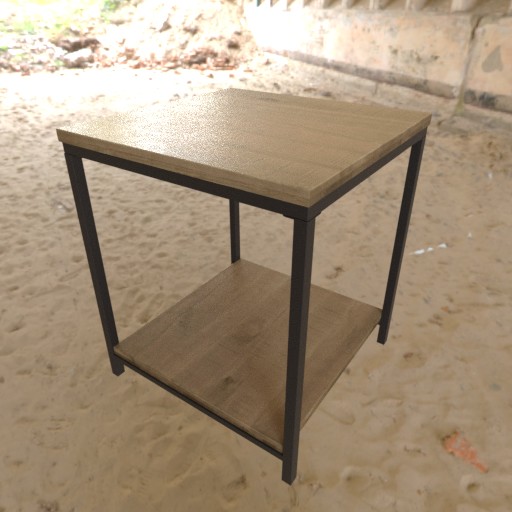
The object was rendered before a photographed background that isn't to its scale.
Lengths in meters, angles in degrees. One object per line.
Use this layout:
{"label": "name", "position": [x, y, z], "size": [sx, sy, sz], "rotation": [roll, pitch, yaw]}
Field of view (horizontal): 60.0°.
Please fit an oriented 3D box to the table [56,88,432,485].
{"label": "table", "position": [0.000, 0.000, 0.979], "size": [0.507, 0.589, 0.503], "rotation": [19, 35, 30]}
